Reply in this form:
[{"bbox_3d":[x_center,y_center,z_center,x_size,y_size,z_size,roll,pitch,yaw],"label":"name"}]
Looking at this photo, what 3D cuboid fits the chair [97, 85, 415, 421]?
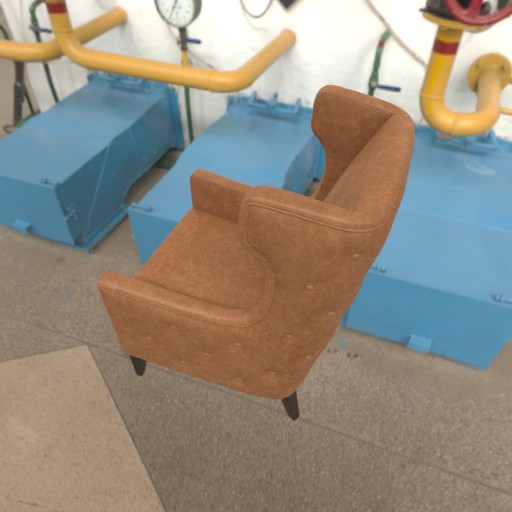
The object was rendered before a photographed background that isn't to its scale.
[{"bbox_3d":[0.000,0.000,1.650,0.899,1.079,0.766,16,46,16],"label":"chair"}]
